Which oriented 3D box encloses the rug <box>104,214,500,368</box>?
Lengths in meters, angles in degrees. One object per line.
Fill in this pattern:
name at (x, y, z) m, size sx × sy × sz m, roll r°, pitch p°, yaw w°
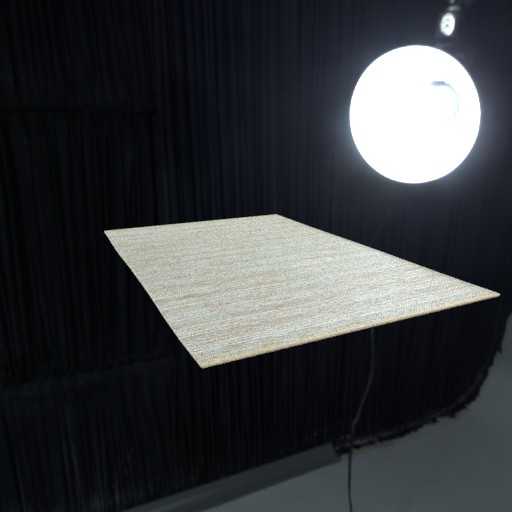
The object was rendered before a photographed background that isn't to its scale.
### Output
rug at (0.000, 0.000, 2.259) m, size 1.240 × 0.010 × 1.824 m, roll -8°, pitch 18°, yaw -25°
